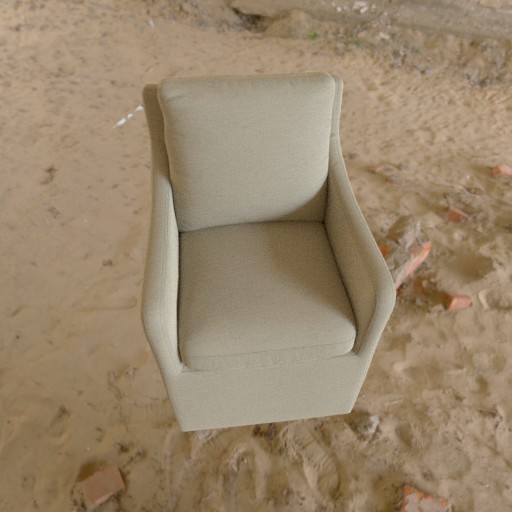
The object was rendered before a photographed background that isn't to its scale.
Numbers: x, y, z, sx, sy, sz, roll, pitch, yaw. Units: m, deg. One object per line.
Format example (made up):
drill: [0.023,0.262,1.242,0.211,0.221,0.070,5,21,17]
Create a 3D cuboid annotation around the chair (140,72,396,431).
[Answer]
chair: [0.000,0.000,1.355,0.626,0.914,0.694,-5,46,-4]
